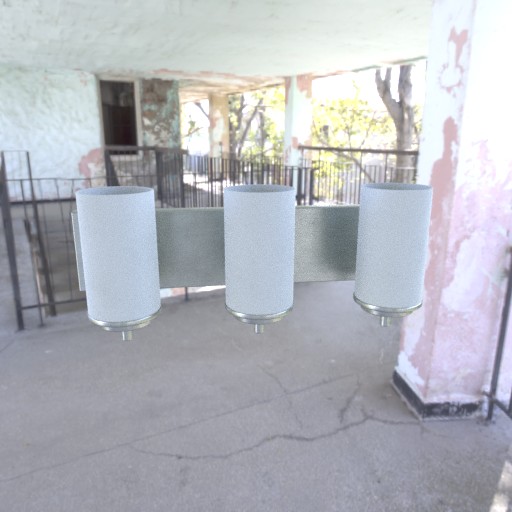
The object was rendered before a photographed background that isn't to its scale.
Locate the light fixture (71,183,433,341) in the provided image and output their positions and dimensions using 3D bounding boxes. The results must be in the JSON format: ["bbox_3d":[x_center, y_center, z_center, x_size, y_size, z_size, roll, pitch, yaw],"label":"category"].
[{"bbox_3d":[0.000,0.000,0.542,0.451,0.172,0.145,-2,15,-7],"label":"light fixture"}]
